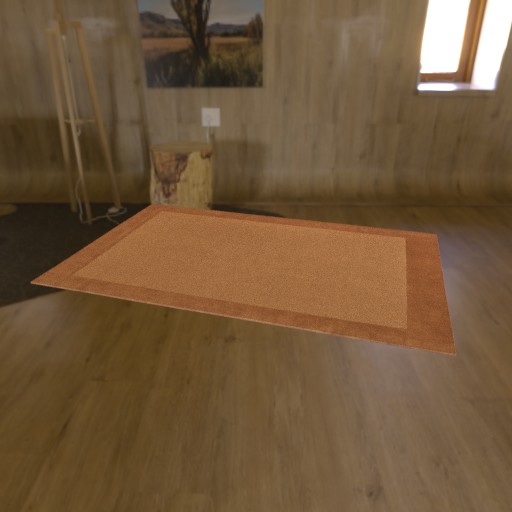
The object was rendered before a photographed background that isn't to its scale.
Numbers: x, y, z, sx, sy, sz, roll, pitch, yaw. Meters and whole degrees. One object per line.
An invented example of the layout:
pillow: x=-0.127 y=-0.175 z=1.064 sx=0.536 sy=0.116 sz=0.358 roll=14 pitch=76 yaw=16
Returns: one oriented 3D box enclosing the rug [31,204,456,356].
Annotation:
rug: x=0.000 y=0.000 z=3.065 sx=2.438 sy=0.014 sz=1.524 roll=7 pitch=27 yaw=15
